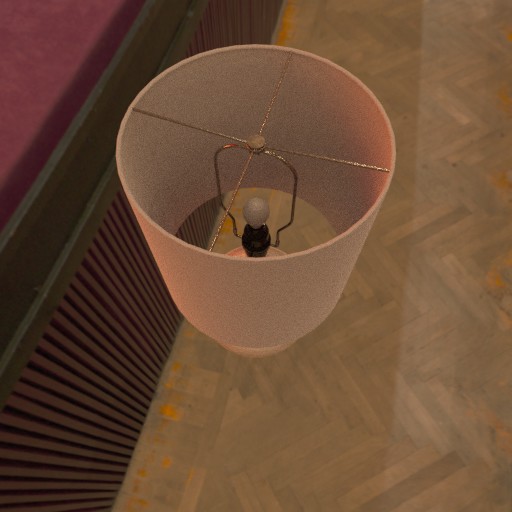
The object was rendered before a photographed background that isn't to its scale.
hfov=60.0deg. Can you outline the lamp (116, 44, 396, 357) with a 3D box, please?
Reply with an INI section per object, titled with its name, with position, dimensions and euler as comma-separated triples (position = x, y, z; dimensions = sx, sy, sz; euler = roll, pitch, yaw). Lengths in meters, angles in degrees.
[lamp]
position = 0.000, 0.000, 0.525
dimensions = 0.217, 0.404, 0.217
euler = 16, 64, 8
